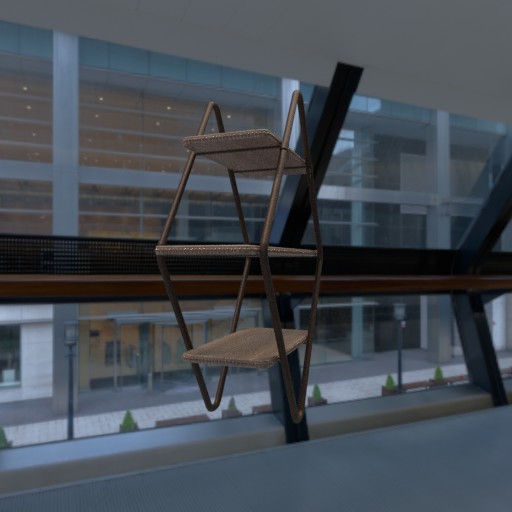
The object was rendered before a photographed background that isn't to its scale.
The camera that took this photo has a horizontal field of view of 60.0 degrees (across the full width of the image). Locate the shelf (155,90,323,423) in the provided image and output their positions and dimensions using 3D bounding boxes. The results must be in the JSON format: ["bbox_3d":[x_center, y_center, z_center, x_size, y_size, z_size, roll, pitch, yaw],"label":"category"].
[{"bbox_3d":[0.000,0.000,1.082,0.234,0.774,0.609,0,0,20],"label":"shelf"}]
